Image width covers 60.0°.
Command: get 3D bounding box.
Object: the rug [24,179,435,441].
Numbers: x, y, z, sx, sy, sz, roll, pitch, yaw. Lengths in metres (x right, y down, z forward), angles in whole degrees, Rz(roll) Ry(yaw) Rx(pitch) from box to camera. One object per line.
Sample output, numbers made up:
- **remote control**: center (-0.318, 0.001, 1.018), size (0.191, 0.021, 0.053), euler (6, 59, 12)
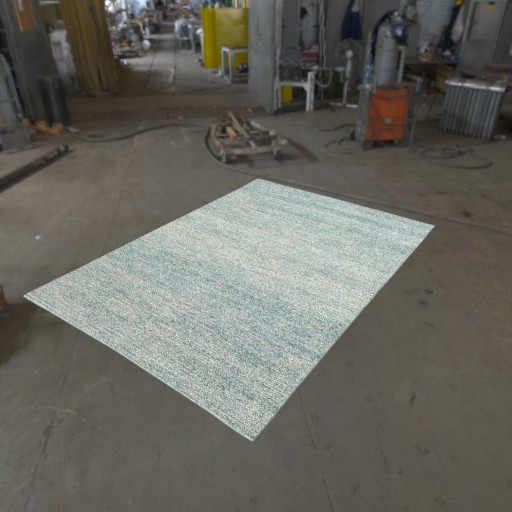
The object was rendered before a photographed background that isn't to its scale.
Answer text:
- **rug**: center (0.000, 0.000, 2.876), size (1.611, 0.026, 2.260), euler (21, 37, 31)
